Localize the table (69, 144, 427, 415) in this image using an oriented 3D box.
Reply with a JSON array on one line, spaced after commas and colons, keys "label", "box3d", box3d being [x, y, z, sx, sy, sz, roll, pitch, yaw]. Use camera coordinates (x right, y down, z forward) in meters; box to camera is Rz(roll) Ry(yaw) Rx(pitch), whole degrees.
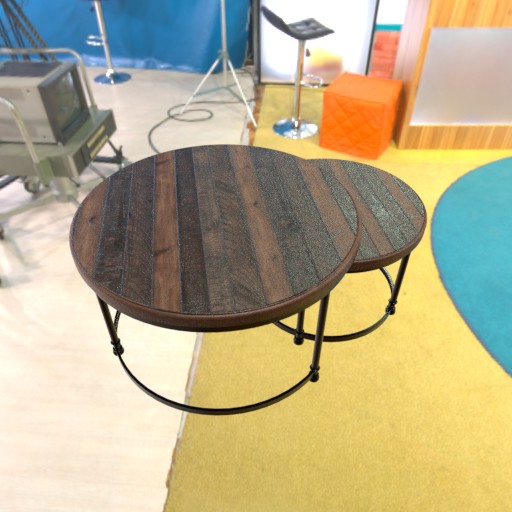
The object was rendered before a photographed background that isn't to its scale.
[{"label": "table", "box3d": [0.000, 0.000, 1.581, 1.152, 0.516, 0.870, -24, 46, -25]}]
